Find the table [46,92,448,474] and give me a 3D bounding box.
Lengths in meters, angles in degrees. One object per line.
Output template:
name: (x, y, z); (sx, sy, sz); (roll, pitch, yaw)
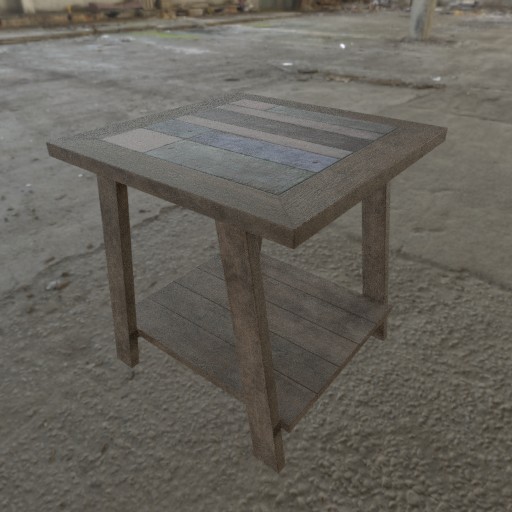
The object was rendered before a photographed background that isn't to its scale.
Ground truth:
table: (0.000, 0.000, 1.104); (0.610, 0.610, 0.610); (23, 38, 32)
